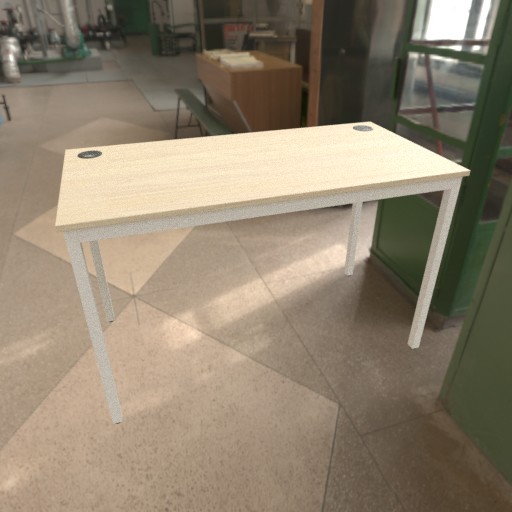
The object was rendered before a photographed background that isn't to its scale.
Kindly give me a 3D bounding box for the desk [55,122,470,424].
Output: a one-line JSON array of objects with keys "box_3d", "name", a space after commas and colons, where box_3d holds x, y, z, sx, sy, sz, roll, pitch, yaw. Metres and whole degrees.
[{"box_3d": [0.000, 0.000, 1.650, 1.200, 0.750, 0.600, -10, 33, -15], "name": "desk"}]
